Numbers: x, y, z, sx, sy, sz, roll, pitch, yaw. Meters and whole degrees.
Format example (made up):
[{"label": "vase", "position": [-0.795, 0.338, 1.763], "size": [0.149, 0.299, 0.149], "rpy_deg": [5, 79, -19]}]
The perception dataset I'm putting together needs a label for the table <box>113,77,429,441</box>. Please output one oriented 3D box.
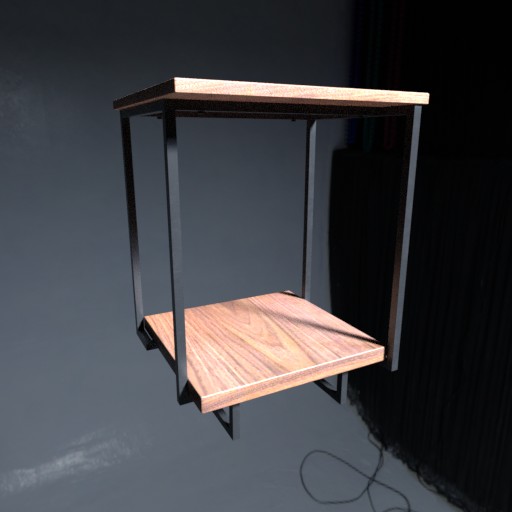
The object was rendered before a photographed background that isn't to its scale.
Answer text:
[{"label": "table", "position": [0.000, 0.000, 0.838], "size": [0.411, 0.567, 0.384], "rpy_deg": [-8, 17, -26]}]
